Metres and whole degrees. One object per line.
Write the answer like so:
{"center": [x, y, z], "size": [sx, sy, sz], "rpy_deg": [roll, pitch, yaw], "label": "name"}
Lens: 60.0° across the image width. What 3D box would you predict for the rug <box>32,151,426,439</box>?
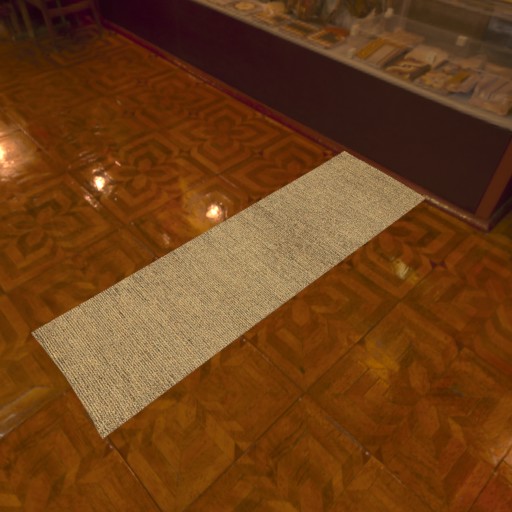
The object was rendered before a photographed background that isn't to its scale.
{"center": [0.000, 0.000, 2.525], "size": [2.335, 0.013, 0.697], "rpy_deg": [-33, 56, -26], "label": "rug"}
